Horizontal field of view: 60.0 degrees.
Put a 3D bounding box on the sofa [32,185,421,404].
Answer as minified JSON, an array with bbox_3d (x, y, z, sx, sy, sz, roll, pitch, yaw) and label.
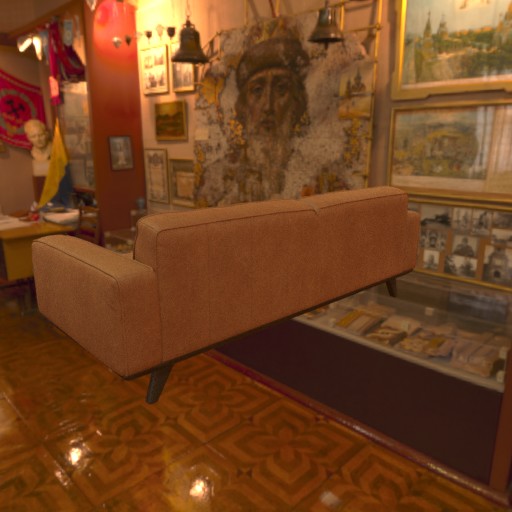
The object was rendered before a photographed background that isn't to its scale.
[{"bbox_3d":[0.000,0.000,2.684,2.270,0.780,0.953,-13,19,-41],"label":"sofa"}]
